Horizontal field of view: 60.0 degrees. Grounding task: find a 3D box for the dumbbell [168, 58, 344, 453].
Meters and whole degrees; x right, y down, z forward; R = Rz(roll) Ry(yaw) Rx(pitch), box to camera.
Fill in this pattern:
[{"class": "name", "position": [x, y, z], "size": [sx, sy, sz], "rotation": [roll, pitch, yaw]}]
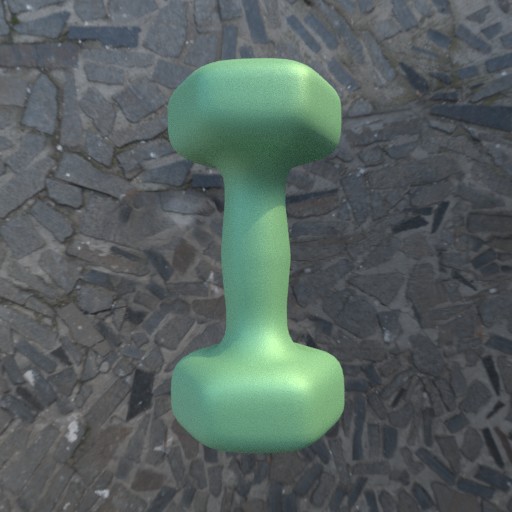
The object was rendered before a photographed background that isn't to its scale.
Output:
[{"class": "dumbbell", "position": [0.000, 0.000, 0.325], "size": [0.129, 0.117, 0.260], "rotation": [0, 90, 1]}]
